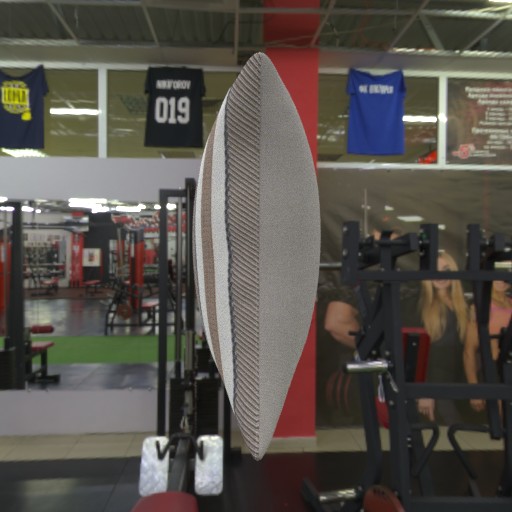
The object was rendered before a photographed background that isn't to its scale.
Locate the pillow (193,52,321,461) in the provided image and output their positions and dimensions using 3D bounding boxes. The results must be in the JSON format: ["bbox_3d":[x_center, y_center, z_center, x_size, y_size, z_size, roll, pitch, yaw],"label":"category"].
[{"bbox_3d":[0.000,0.000,0.633,0.173,0.401,0.416,0,1,-1],"label":"pillow"}]
